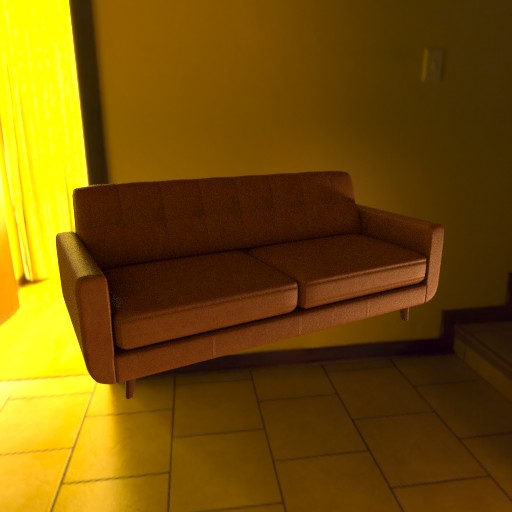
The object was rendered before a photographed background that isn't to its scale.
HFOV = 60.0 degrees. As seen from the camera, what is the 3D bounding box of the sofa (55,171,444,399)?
[{"bbox_3d":[0.000,0.000,2.676,2.137,0.892,0.980,-9,19,-27],"label":"sofa"}]
